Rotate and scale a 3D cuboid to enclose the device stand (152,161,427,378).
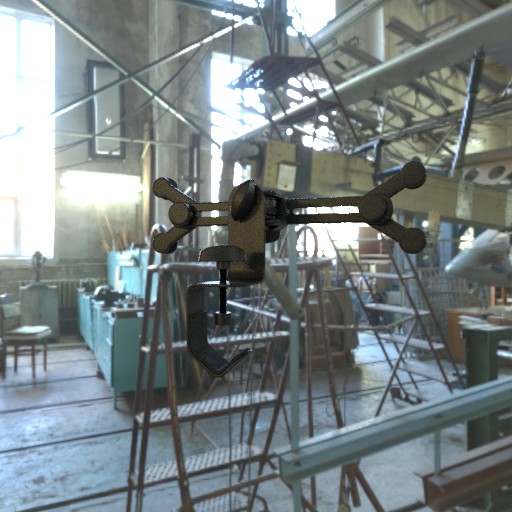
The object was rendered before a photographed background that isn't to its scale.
[{"bbox_3d":[0.000,0.000,0.368,0.270,0.166,0.142,0,0,19],"label":"device stand"}]
